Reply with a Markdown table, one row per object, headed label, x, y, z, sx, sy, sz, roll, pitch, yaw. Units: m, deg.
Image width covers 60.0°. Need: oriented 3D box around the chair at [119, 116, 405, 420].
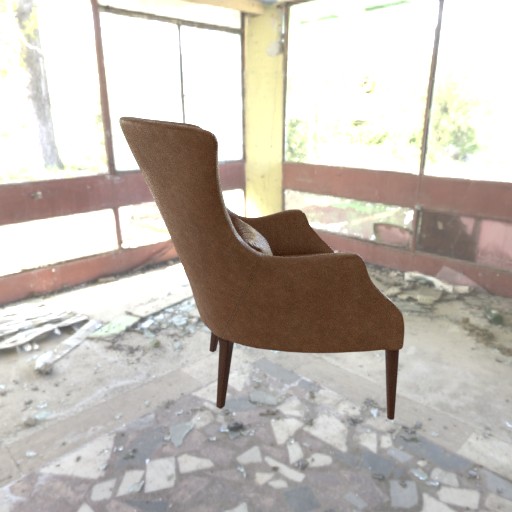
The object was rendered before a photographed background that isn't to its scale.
| label | x | y | z | sx | sy | sz | roll | pitch | yaw |
| --- | --- | --- | --- | --- | --- | --- | --- | --- | --- |
| chair | 0.000 | 0.000 | 1.775 | 0.955 | 1.067 | 0.846 | -3 | 18 | -9 |
